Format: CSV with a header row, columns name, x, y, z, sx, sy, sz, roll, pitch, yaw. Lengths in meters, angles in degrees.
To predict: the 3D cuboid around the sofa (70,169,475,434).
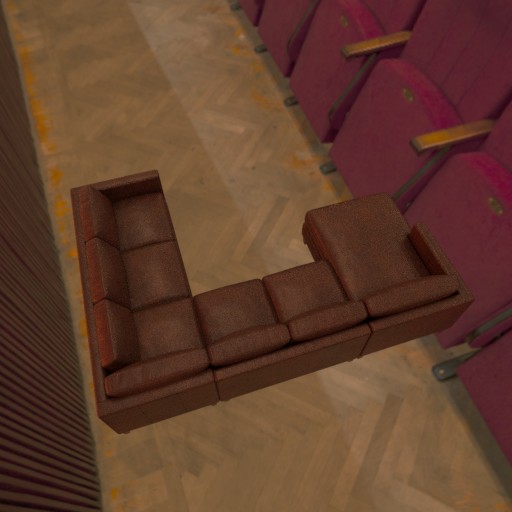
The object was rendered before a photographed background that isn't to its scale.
name,x,y,z,sx,sy,sz,roll,pitch,yaw
sofa,0.000,0.000,4.533,3.324,0.891,2.452,-15,58,-10
